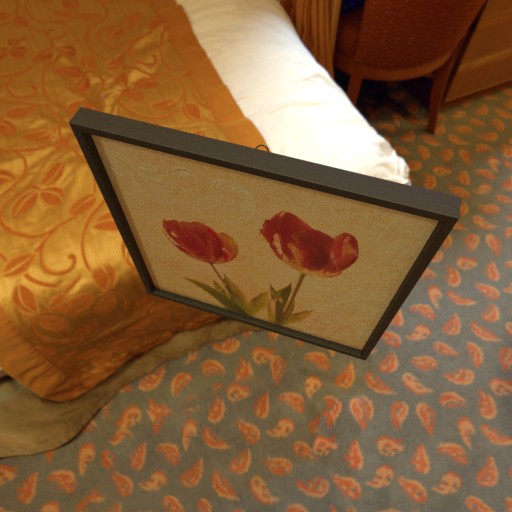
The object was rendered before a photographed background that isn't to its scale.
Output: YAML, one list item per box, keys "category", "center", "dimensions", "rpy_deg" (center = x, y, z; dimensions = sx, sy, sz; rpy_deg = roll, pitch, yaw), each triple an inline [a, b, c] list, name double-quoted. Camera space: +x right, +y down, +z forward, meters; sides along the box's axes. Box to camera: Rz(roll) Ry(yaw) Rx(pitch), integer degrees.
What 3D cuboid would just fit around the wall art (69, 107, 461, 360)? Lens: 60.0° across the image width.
- category: "wall art"
  center: [0.000, 0.000, 0.535]
  dimensions: [0.349, 0.349, 0.038]
  rpy_deg: [16, 60, 9]
